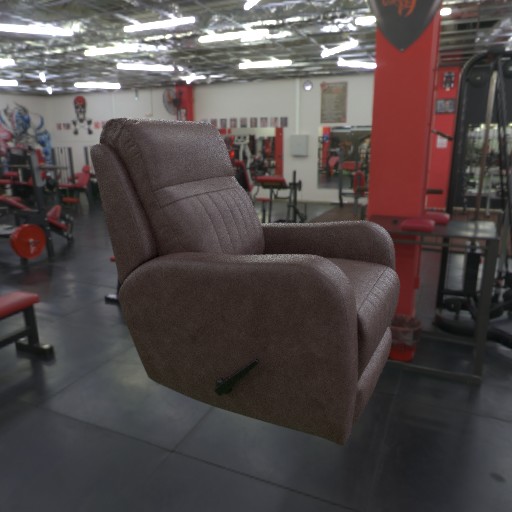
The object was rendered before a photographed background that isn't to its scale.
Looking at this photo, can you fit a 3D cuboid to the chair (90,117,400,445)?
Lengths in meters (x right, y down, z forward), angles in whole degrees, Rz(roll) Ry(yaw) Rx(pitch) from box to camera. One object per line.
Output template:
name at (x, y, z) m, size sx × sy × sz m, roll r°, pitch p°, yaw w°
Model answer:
chair at (0.000, 0.000, 1.781) m, size 1.067 × 1.067 × 0.865 m, roll 7°, pitch 16°, yaw 26°
